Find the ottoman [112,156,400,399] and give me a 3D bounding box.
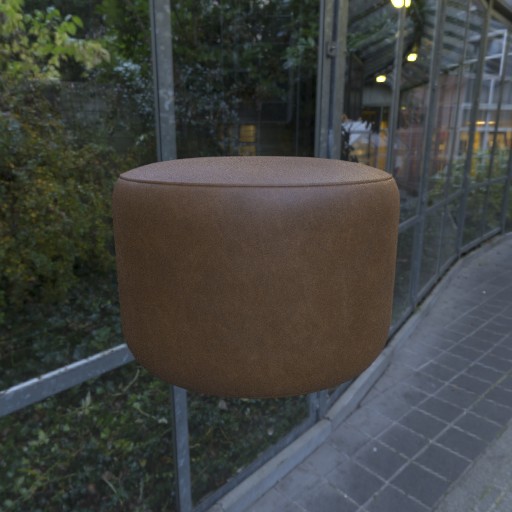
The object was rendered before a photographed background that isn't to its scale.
[{"bbox_3d":[0.000,0.000,1.009,0.607,0.438,0.607,0,14,0],"label":"ottoman"}]
